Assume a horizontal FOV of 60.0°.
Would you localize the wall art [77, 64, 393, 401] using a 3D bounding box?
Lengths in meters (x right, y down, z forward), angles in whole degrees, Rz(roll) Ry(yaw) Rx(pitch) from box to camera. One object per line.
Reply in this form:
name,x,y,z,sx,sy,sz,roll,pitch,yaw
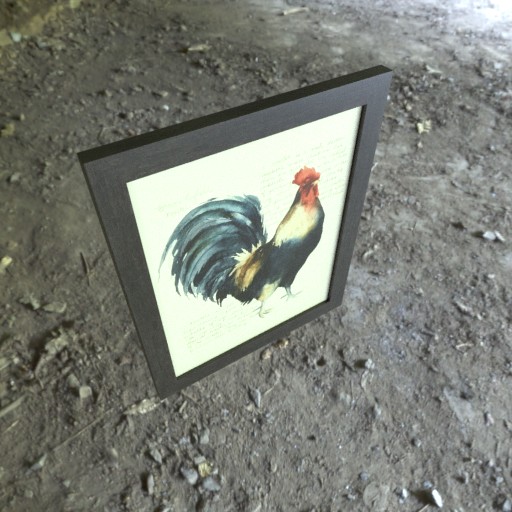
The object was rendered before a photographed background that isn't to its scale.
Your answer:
wall art,0.000,0.000,0.807,0.479,0.580,0.027,-24,50,-21
